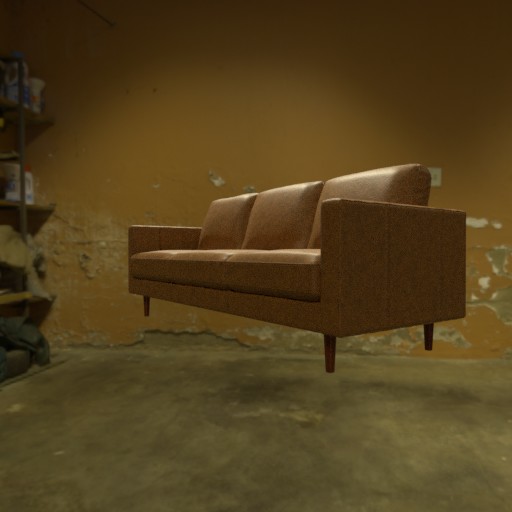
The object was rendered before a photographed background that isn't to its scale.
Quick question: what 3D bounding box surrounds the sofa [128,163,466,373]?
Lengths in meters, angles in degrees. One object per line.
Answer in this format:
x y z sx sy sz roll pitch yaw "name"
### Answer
0.000 0.000 2.782 0.903 0.930 2.231 0 1 -36 "sofa"
